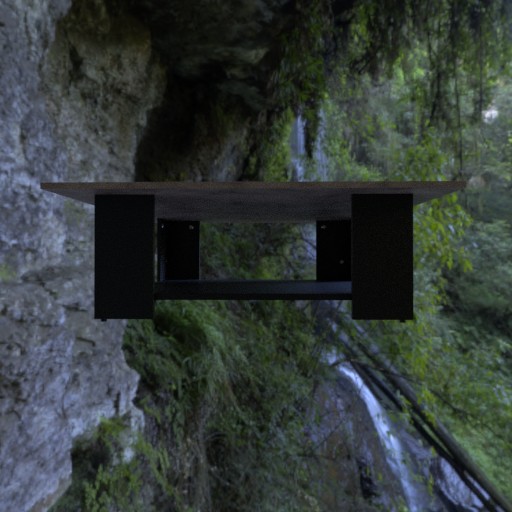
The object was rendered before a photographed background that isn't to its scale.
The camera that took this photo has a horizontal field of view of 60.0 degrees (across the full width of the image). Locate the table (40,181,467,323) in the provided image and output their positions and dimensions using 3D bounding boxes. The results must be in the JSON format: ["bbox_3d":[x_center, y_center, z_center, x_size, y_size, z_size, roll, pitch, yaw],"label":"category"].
[{"bbox_3d":[0.000,0.000,1.367,0.890,0.305,0.890,0,0,1],"label":"table"}]
